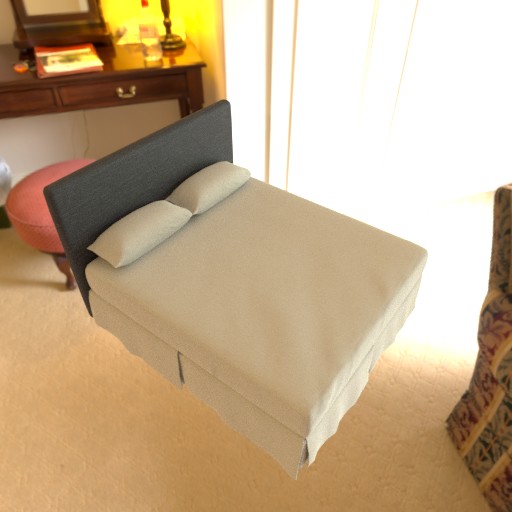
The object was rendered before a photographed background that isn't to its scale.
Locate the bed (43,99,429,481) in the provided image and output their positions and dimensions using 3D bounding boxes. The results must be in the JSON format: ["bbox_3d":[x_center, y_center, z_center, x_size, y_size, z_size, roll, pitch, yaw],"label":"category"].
[{"bbox_3d":[0.000,0.000,3.324,2.142,1.330,1.884,27,48,27],"label":"bed"}]
